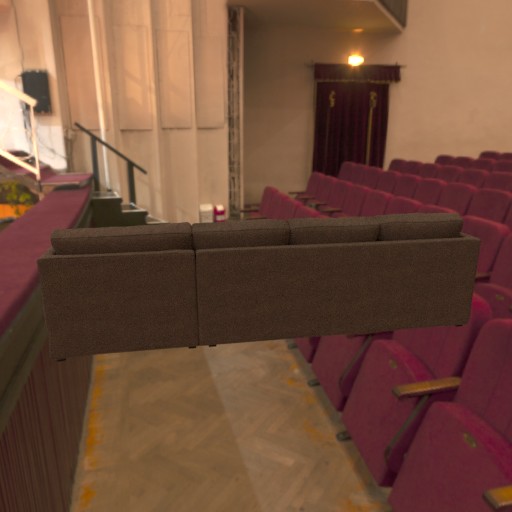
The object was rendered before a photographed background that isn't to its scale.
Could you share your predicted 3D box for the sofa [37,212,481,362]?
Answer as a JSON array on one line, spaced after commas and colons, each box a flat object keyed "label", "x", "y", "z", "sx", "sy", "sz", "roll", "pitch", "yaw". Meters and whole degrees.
[{"label": "sofa", "x": 0.000, "y": 0.000, "z": 3.938, "sx": 3.205, "sy": 0.922, "sz": 1.650, "roll": -3, "pitch": 16, "yaw": -10}]
